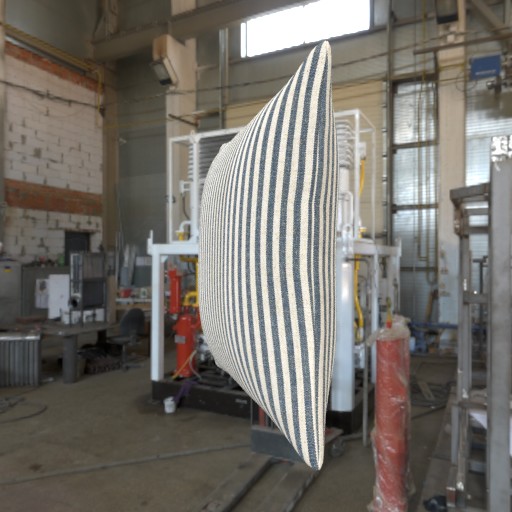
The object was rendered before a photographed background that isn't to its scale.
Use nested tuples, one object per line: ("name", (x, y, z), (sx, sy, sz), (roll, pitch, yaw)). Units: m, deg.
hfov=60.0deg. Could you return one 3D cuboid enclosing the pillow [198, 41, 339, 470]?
("pillow", (0.000, 0.000, 0.771), (0.166, 0.510, 0.523), (0, 0, -18))
